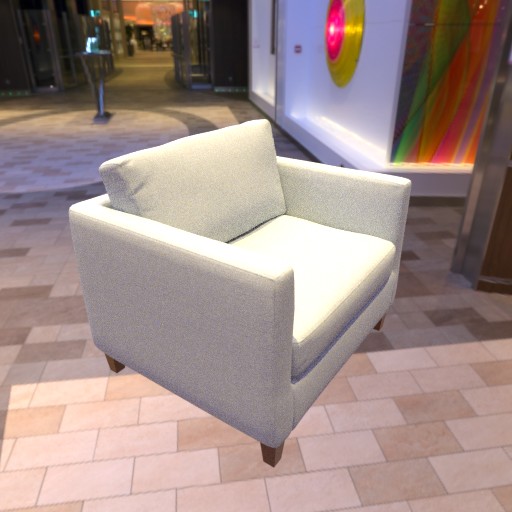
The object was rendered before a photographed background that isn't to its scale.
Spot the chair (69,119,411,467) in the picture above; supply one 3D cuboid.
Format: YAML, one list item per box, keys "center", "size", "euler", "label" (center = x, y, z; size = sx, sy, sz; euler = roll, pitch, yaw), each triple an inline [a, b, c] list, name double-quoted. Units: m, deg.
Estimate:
- center: [0.000, 0.000, 1.869]
  size: [0.953, 0.961, 1.107]
  euler: [17, 31, 31]
  label: "chair"
